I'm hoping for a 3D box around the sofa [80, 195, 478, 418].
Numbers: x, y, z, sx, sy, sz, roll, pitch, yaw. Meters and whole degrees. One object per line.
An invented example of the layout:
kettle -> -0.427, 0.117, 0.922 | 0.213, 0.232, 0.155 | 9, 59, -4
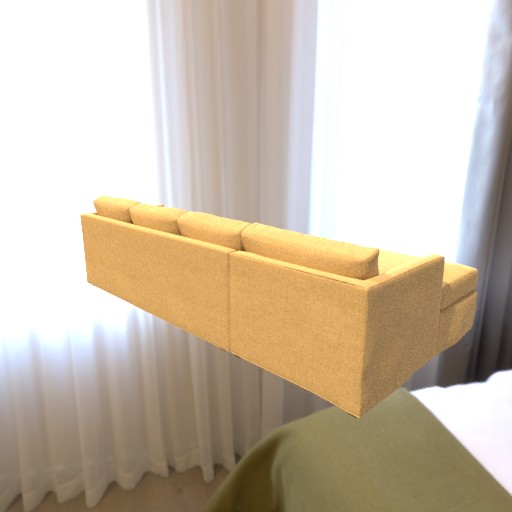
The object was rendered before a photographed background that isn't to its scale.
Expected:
sofa -> 0.000, 0.000, 3.831 | 3.205, 0.922, 1.650 | 14, 20, 43
